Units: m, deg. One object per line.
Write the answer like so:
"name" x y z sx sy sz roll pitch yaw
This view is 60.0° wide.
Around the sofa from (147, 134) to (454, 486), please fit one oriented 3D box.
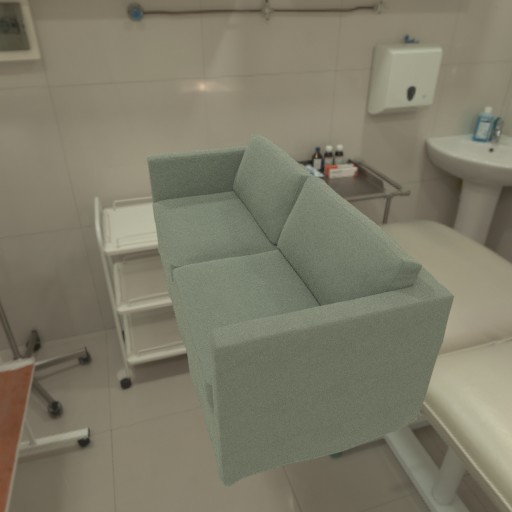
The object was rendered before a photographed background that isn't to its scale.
"sofa" 0.000 0.000 2.458 0.940 0.870 1.987 -10 33 -15
